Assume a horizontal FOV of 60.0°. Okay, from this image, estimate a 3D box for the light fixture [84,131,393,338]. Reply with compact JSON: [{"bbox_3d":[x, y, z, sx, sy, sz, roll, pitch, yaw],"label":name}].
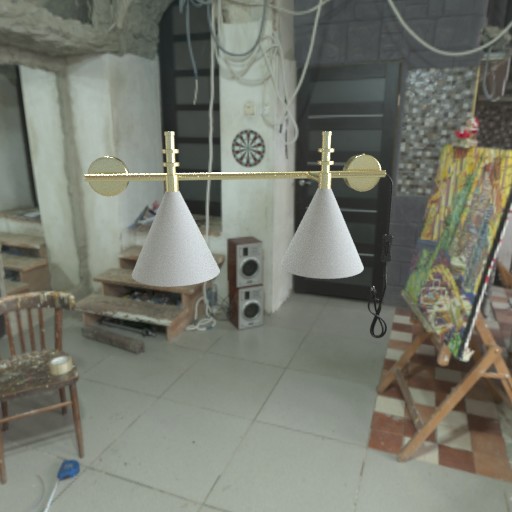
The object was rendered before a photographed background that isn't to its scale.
[{"bbox_3d":[0.000,0.000,0.866,0.642,0.468,0.239,-2,16,-8],"label":"light fixture"}]
